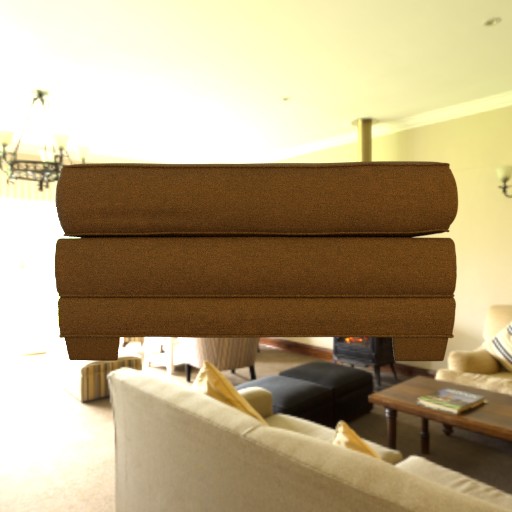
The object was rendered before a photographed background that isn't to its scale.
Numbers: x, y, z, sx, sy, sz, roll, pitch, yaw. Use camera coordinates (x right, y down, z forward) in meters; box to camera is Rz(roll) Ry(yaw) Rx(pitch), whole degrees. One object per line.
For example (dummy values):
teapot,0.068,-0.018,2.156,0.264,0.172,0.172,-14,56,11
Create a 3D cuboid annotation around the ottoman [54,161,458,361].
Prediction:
ottoman,0.000,0.000,1.151,0.864,0.448,0.490,0,0,0
